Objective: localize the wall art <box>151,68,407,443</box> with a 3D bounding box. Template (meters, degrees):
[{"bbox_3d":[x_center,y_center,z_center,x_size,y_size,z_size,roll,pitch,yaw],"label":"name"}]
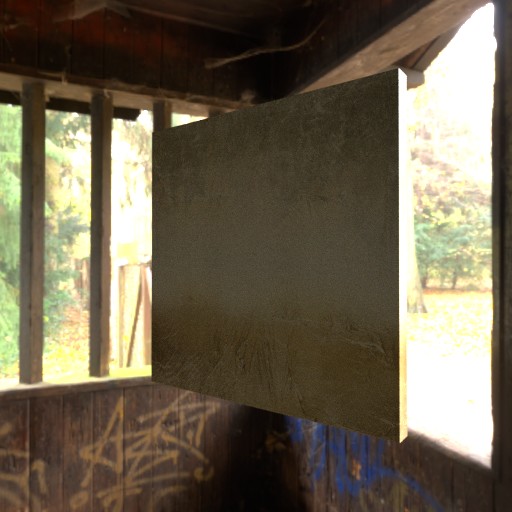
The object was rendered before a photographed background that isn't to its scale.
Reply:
[{"bbox_3d":[0.000,0.000,0.918,0.610,0.610,0.038,0,-1,37],"label":"wall art"}]
